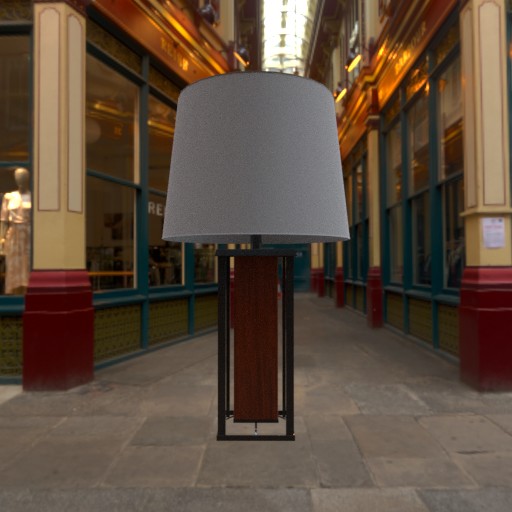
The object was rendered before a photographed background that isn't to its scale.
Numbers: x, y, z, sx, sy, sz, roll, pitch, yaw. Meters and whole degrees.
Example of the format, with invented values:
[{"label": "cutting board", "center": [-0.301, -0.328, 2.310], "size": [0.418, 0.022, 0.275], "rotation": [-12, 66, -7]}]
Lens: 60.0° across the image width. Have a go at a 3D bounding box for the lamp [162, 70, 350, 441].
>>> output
[{"label": "lamp", "center": [0.000, 0.000, 0.770], "size": [0.320, 0.591, 0.320], "rotation": [0, -1, 0]}]
